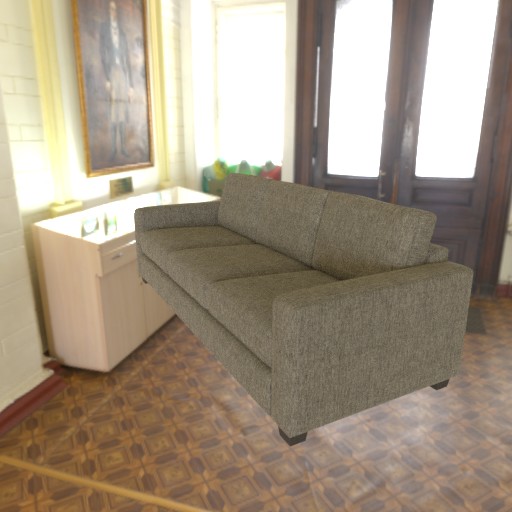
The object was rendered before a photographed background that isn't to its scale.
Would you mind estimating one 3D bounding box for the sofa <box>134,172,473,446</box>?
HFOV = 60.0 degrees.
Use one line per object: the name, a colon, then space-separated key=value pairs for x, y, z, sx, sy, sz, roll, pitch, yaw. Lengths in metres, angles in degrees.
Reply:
sofa: x=0.000 y=0.000 z=2.559 sx=0.900 sy=0.800 sz=2.160 roll=-8 pitch=18 yaw=-27
